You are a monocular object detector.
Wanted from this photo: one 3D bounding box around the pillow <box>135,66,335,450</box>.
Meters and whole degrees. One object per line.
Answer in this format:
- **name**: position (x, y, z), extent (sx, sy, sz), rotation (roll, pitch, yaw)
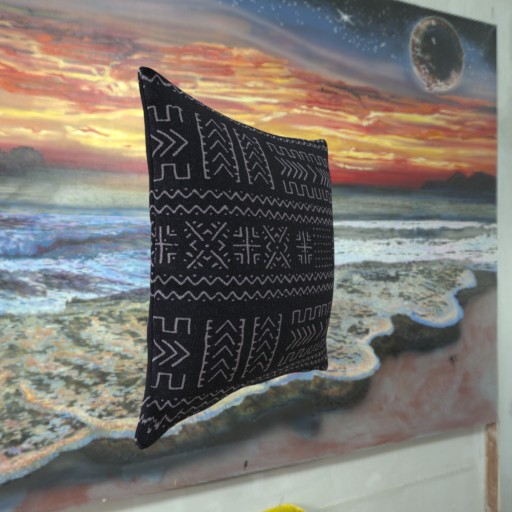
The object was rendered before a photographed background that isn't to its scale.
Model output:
- **pillow**: position (0.000, 0.000, 0.655), extent (0.164, 0.430, 0.438), rotation (0, 1, 36)
